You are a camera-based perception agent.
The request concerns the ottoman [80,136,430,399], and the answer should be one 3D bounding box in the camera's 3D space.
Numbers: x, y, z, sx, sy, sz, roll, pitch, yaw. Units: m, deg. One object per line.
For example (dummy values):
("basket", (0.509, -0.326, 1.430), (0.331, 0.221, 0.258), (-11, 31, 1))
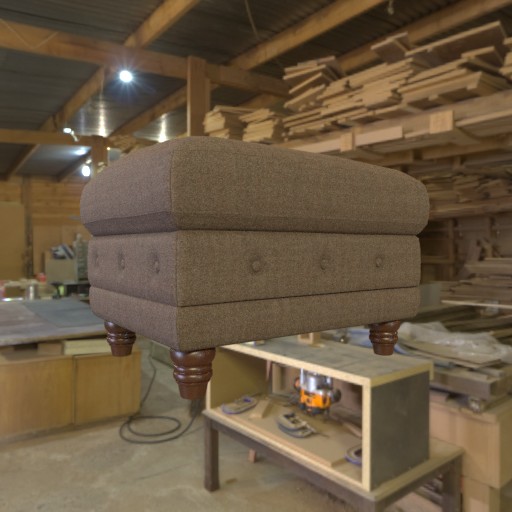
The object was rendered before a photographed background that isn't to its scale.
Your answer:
("ottoman", (0.000, 0.000, 1.246), (0.809, 0.555, 0.599), (-1, 1, -36))
